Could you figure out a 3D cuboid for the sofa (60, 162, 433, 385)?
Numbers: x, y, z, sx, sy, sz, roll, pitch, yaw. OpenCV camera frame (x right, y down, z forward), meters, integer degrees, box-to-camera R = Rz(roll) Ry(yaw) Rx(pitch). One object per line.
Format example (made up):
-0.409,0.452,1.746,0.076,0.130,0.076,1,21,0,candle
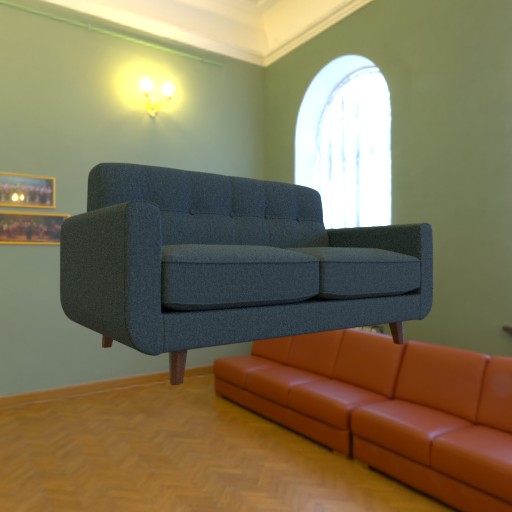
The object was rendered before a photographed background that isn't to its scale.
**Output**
0.000,0.000,2.220,1.651,0.896,0.942,0,0,-36,sofa
